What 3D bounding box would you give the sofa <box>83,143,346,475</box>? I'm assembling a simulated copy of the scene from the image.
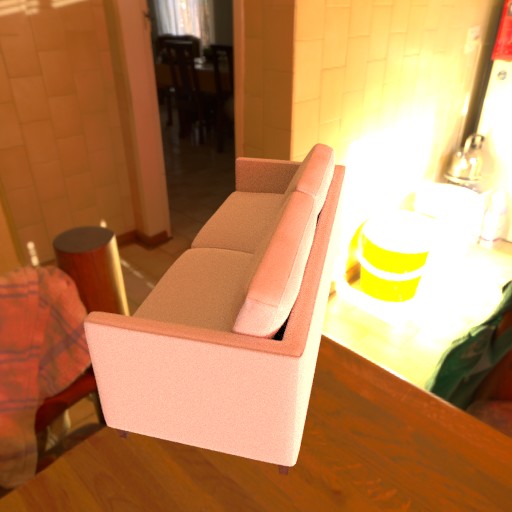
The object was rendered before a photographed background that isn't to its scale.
[{"bbox_3d":[0.000,0.000,2.838,0.951,0.962,2.361,7,30,12],"label":"sofa"}]
